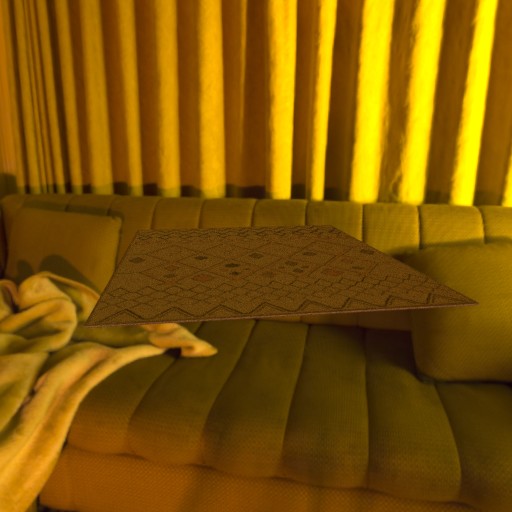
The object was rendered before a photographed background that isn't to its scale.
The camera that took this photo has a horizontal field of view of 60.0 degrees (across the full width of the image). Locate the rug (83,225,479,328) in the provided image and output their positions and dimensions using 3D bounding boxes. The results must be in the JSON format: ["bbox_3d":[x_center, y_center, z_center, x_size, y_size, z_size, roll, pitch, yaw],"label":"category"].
[{"bbox_3d":[0.000,0.000,4.128,2.441,0.016,3.050,-2,14,-9],"label":"rug"}]
